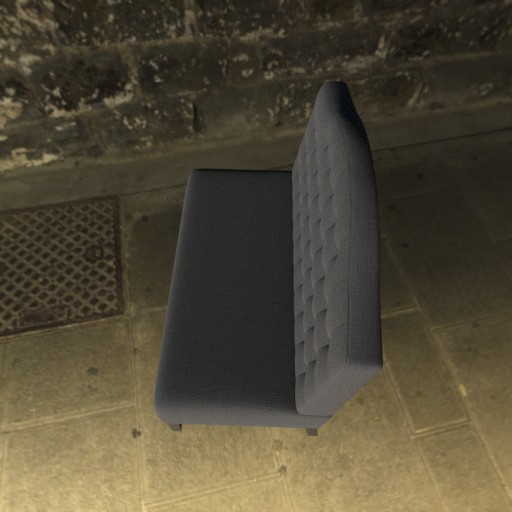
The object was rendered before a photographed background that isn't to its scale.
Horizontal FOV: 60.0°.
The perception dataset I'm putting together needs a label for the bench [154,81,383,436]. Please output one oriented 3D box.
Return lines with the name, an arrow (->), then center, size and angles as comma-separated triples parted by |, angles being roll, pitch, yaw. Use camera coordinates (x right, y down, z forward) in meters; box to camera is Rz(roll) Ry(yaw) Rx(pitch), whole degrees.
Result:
bench -> 0.000, 0.000, 2.011 | 0.815, 1.180, 1.335 | 2, 57, 1
